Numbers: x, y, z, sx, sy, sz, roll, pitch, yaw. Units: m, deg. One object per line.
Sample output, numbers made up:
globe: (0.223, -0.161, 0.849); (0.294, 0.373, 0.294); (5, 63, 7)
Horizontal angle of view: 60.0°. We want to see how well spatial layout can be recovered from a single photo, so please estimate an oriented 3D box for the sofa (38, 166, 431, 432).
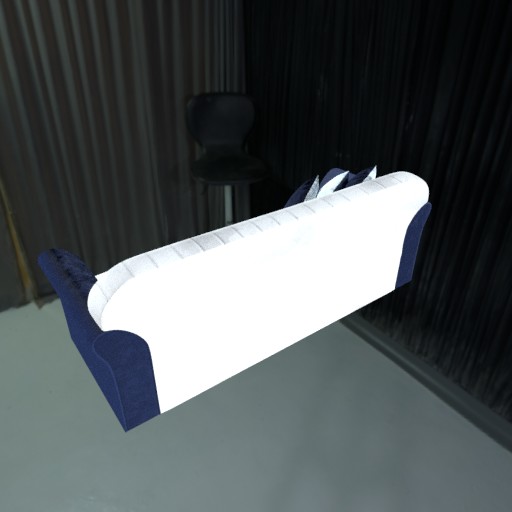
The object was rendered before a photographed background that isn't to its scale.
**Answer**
sofa: (0.000, 0.000, 2.416); (2.006, 0.789, 0.749); (-21, 36, -31)
